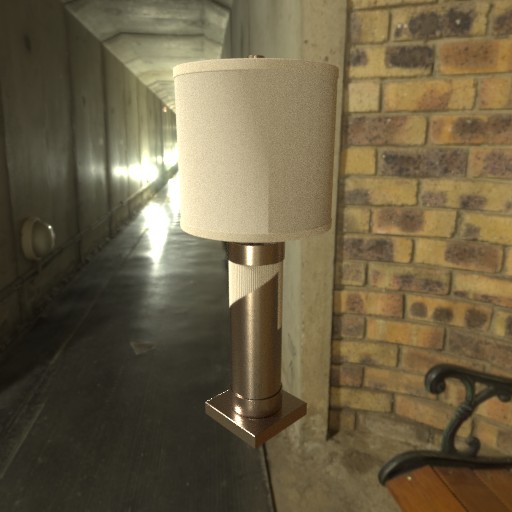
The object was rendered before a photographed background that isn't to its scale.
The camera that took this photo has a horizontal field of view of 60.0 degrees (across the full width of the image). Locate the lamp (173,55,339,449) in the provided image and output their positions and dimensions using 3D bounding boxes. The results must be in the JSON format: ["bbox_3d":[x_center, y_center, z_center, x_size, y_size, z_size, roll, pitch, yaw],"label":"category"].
[{"bbox_3d":[0.000,0.000,0.615,0.202,0.509,0.202,-15,22,-42],"label":"lamp"}]
